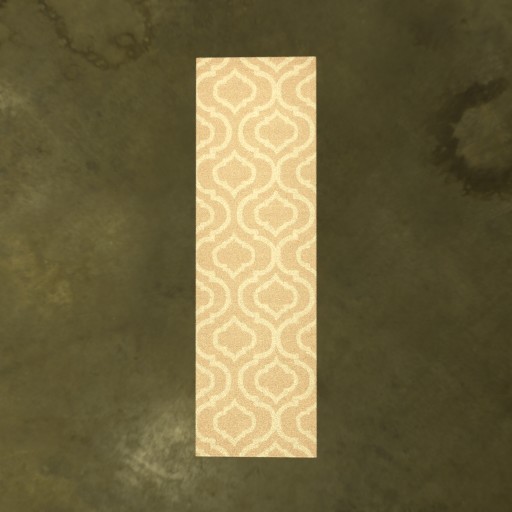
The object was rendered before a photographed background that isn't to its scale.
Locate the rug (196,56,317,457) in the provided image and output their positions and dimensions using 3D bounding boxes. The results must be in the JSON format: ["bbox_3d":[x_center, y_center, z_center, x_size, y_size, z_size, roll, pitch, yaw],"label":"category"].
[{"bbox_3d":[0.000,0.000,2.541,0.691,0.013,2.289,0,89,1],"label":"rug"}]
